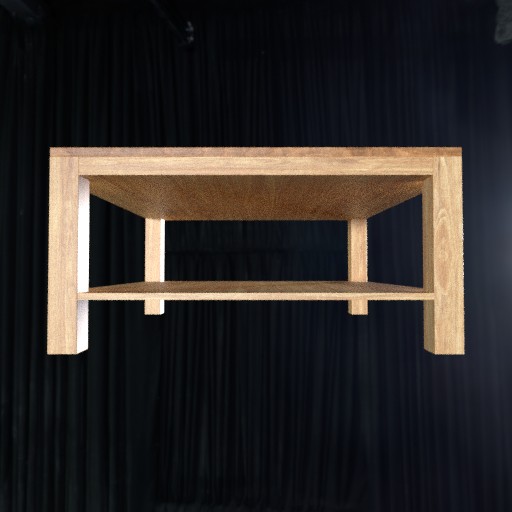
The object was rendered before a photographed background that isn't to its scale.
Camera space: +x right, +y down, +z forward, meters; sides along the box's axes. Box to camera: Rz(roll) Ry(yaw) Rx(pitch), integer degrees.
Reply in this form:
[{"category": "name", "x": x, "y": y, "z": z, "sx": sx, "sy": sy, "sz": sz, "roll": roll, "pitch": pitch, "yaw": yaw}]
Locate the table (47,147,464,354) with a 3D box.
[{"category": "table", "x": 0.000, "y": 0.000, "z": 1.412, "sx": 0.900, "sy": 0.450, "sz": 0.900, "roll": 0, "pitch": -2, "yaw": 0}]
